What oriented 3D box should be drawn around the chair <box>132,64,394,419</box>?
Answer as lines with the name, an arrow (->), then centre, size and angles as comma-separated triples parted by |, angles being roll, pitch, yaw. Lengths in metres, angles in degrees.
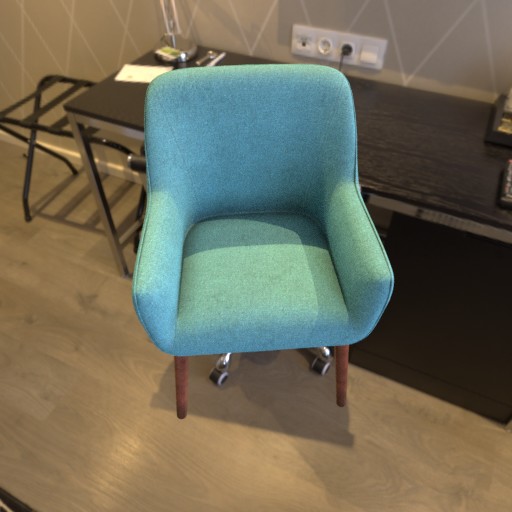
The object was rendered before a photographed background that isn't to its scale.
chair -> 0.000, 0.000, 1.170 | 0.543, 0.803, 0.519 | -3, 46, -3
